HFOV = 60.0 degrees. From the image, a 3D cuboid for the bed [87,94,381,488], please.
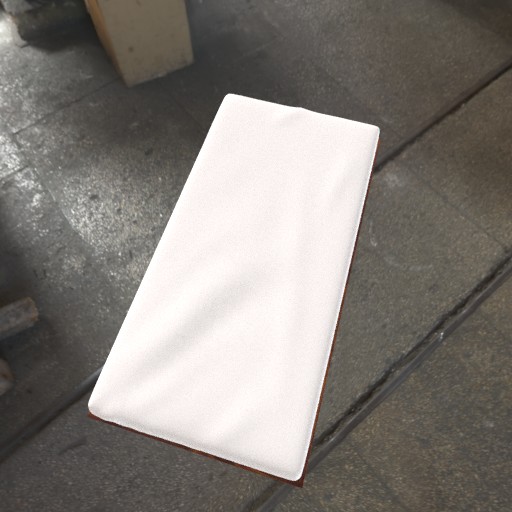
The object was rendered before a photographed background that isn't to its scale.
[{"bbox_3d":[0.000,0.000,2.207,0.940,0.312,1.860,15,65,7],"label":"bed"}]
